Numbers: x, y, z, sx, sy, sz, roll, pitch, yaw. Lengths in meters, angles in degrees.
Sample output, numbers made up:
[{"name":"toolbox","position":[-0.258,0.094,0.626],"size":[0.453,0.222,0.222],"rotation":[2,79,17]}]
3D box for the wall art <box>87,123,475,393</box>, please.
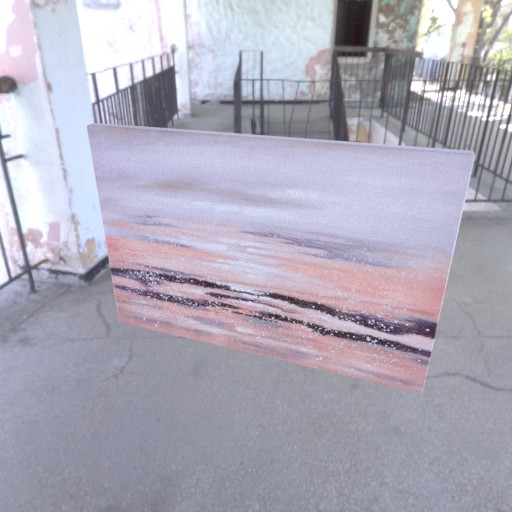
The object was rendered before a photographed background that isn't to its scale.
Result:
[{"name":"wall art","position":[0.000,0.000,1.145],"size":[0.913,0.609,0.038],"rotation":[9,28,18]}]
